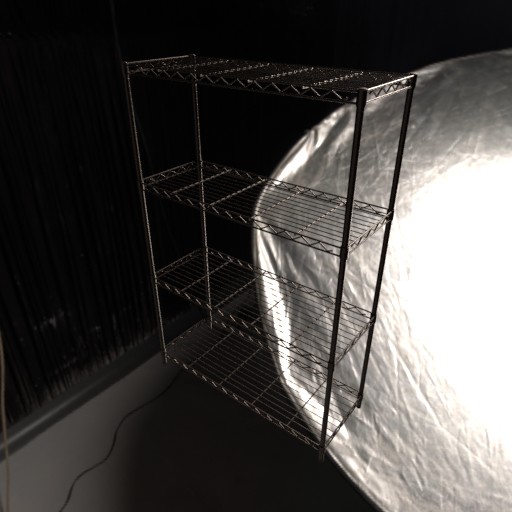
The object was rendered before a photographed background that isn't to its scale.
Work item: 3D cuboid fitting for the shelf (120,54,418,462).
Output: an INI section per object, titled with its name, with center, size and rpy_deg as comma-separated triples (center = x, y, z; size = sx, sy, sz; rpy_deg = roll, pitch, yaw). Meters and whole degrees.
[shelf]
center = 0.000, 0.000, 1.723
size = 0.907, 1.361, 0.352
rpy_deg = 21, 36, 32
